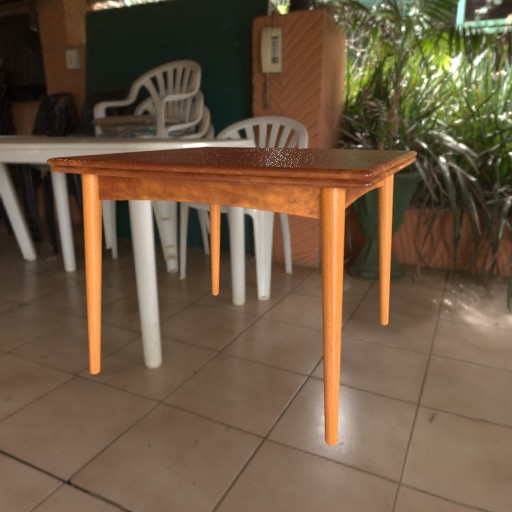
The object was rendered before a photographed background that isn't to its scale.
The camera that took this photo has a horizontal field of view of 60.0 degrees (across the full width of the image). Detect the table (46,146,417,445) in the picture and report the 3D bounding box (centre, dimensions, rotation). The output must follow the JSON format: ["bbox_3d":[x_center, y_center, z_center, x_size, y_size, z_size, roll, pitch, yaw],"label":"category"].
[{"bbox_3d":[0.000,0.000,1.676,0.991,0.754,0.991,7,18,24],"label":"table"}]
